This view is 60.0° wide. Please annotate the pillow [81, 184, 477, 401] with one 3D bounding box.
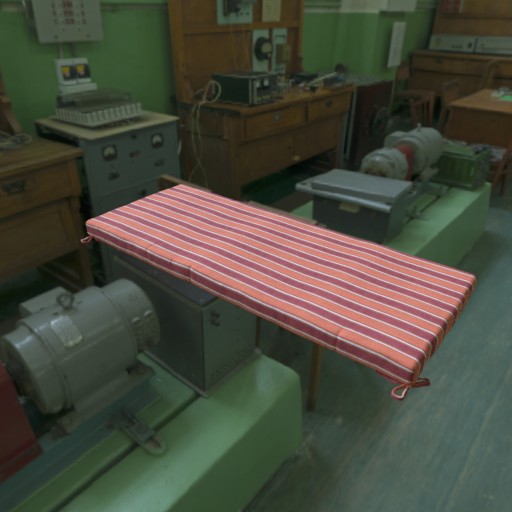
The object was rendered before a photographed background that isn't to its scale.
[{"bbox_3d":[0.000,0.000,1.345,1.187,0.081,0.492,21,36,32],"label":"pillow"}]
